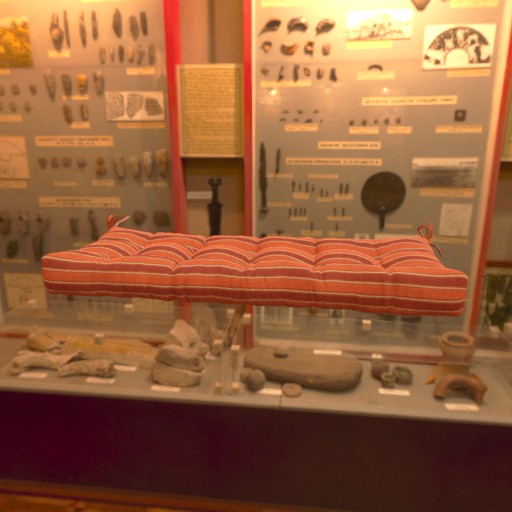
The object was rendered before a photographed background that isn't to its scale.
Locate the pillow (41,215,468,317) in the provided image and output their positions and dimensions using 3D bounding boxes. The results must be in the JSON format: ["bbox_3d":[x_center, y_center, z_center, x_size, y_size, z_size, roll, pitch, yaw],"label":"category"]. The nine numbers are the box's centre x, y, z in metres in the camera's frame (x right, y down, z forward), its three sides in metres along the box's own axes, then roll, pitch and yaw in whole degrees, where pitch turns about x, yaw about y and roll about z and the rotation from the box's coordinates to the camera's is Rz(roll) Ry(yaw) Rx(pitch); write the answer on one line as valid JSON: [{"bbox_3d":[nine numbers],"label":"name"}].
[{"bbox_3d":[0.000,0.000,1.375,1.194,0.174,0.511,2,16,8],"label":"pillow"}]
